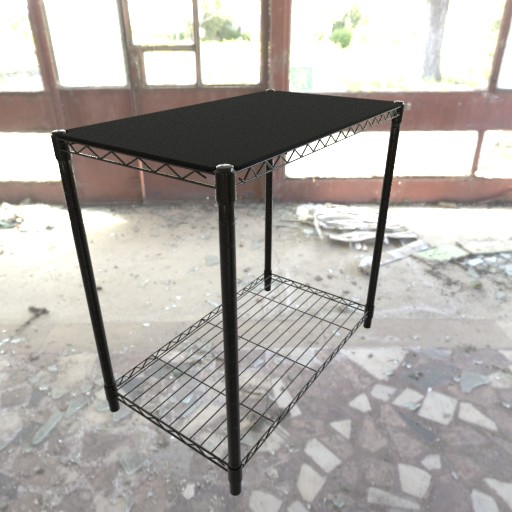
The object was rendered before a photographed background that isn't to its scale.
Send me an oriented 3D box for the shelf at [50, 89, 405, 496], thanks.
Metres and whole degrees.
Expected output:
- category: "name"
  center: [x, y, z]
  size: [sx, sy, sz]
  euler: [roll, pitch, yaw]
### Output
- category: "shelf"
  center: [0.000, 0.000, 0.908]
  size: [0.338, 0.564, 0.589]
  euler: [18, 33, 31]
